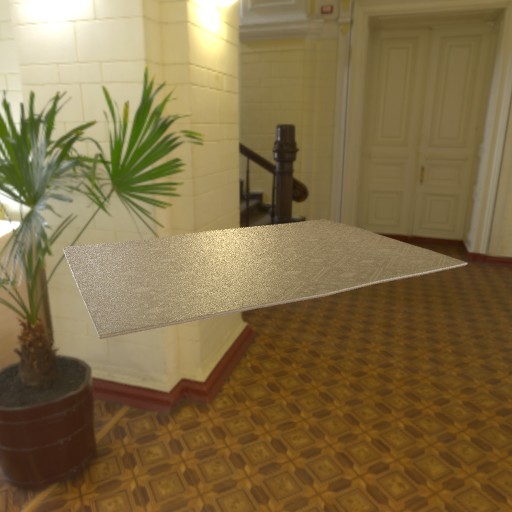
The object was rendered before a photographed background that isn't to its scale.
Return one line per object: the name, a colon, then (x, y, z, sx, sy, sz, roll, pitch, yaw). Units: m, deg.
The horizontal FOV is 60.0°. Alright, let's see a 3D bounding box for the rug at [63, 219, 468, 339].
rug: (0.000, 0.000, 2.404, 1.829, 0.034, 1.252, -9, 19, -27)
